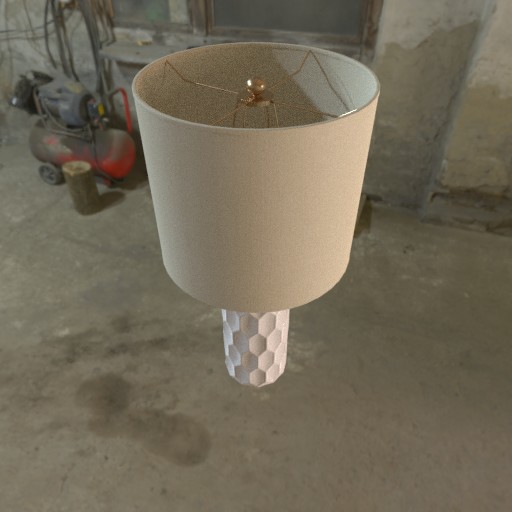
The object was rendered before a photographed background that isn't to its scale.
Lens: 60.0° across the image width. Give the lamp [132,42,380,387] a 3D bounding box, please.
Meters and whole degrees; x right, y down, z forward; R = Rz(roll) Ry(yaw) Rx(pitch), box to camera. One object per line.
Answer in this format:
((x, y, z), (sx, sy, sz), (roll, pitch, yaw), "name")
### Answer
((0.000, 0.000, 0.678), (0.277, 0.537, 0.277), (-13, 42, -14), "lamp")
